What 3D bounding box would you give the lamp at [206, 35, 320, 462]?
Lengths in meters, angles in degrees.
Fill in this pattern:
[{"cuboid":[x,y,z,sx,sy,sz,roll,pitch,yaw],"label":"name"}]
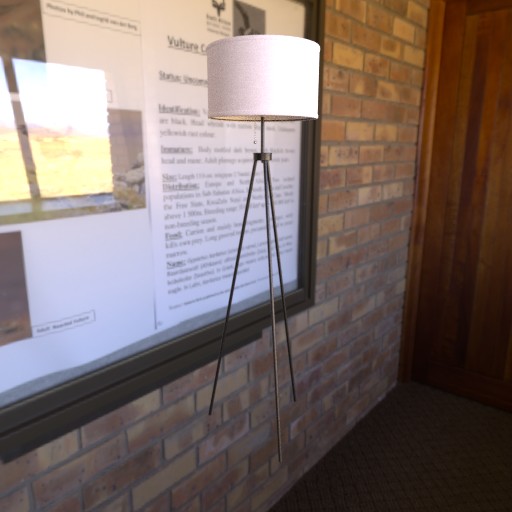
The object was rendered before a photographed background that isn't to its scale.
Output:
[{"cuboid":[0.000,0.000,1.785,0.458,1.545,0.448,2,14,8],"label":"lamp"}]
